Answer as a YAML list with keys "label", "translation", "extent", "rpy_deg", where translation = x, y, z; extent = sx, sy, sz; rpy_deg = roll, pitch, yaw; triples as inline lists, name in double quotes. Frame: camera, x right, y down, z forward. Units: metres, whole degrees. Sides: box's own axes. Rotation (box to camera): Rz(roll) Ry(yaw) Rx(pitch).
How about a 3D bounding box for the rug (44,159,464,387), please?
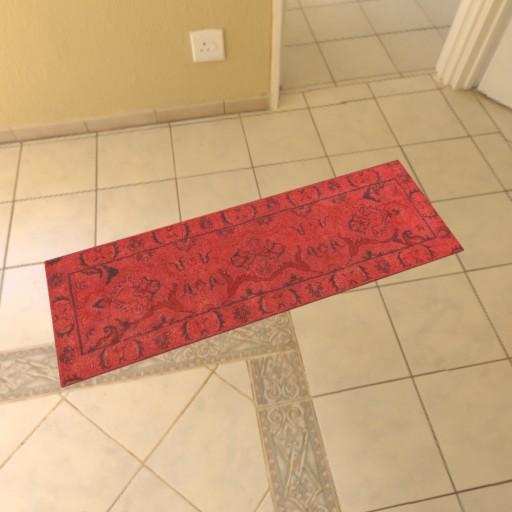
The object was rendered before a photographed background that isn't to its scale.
- label: "rug"
  translation: [0.000, 0.000, 2.708]
  extent: [2.439, 0.018, 0.813]
  rpy_deg: [-17, 60, -11]
